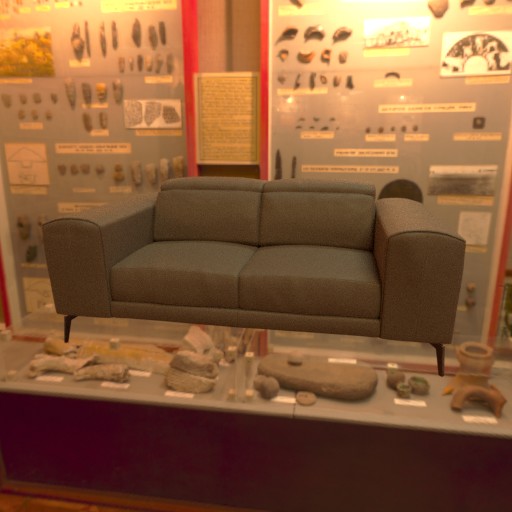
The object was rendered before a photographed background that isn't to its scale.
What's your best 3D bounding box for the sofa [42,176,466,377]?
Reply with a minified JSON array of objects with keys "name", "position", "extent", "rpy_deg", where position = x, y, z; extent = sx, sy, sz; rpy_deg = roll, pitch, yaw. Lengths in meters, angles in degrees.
[{"name":"sofa","position":[0.000,0.000,2.425],"extent":[1.895,0.779,1.003],"rpy_deg":[3,15,10]}]
